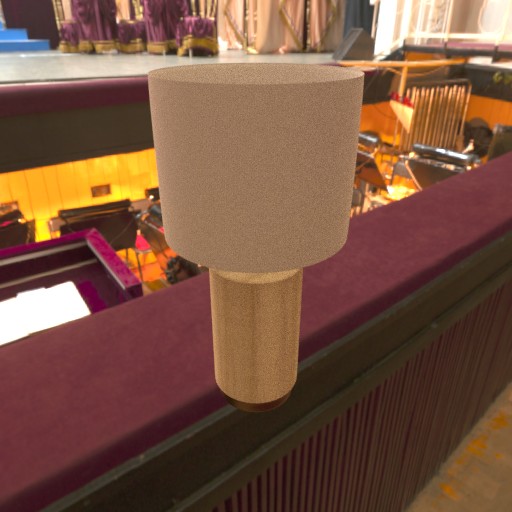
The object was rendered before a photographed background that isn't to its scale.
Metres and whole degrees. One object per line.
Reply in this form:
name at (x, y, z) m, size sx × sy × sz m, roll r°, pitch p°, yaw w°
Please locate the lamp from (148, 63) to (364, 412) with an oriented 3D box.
lamp at (0.000, 0.000, 0.575) m, size 0.228 × 0.444 × 0.228 m, roll -20°, pitch 33°, yaw -32°
